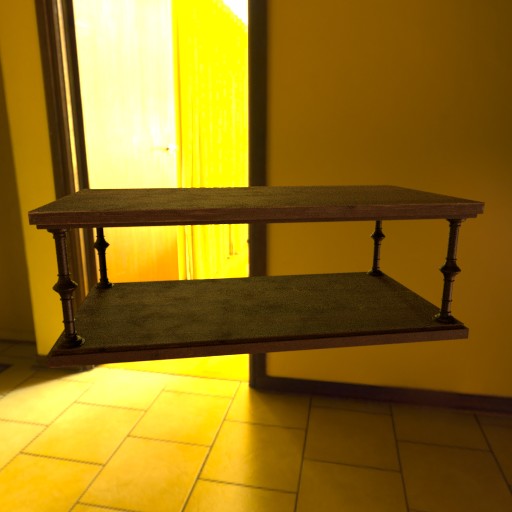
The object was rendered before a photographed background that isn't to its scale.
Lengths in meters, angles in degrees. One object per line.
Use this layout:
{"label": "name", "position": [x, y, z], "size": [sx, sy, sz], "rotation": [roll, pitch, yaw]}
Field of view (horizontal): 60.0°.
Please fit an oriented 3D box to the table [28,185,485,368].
{"label": "table", "position": [0.000, 0.000, 1.353], "size": [1.088, 0.373, 0.554], "rotation": [-2, 14, -9]}
